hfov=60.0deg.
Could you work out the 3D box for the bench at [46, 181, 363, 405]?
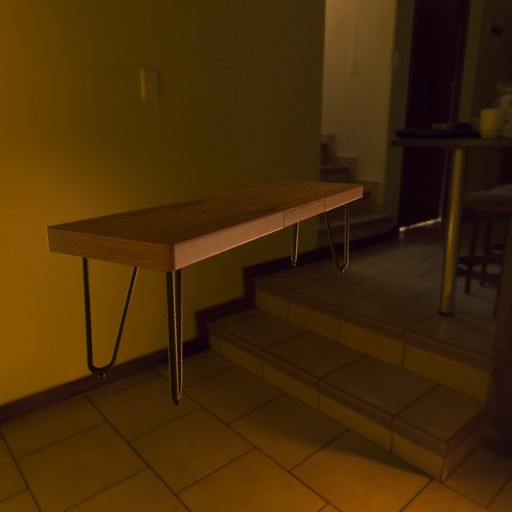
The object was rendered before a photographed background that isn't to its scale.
[{"bbox_3d":[0.000,0.000,1.787,0.425,0.462,1.570,8,17,28],"label":"bench"}]
